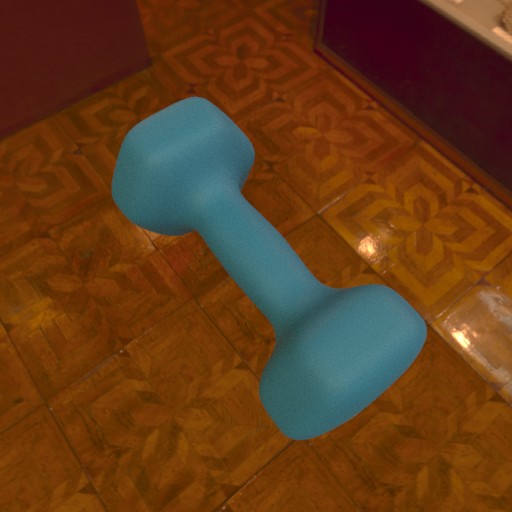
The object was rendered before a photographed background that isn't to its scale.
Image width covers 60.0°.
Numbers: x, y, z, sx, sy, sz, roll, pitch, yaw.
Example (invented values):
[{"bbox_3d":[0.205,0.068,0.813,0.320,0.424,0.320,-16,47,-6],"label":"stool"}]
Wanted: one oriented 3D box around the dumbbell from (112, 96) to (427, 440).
[{"bbox_3d":[0.000,0.000,0.195,0.074,0.066,0.152,-33,67,-16],"label":"dumbbell"}]
